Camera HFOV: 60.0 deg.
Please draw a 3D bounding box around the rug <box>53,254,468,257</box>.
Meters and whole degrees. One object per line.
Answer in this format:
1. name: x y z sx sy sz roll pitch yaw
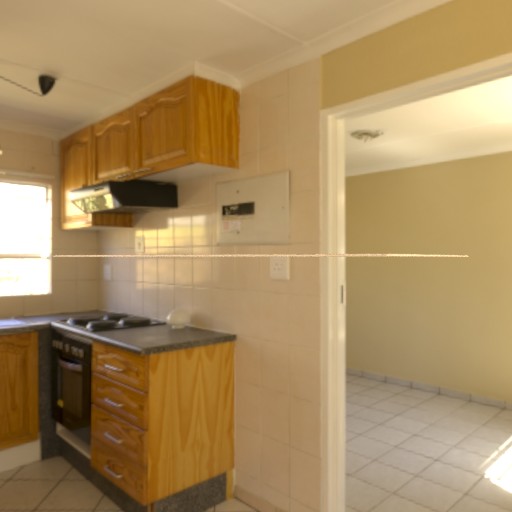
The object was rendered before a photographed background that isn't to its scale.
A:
1. rug: 0.000 0.000 2.911 2.284 0.008 1.522 0 0 36
